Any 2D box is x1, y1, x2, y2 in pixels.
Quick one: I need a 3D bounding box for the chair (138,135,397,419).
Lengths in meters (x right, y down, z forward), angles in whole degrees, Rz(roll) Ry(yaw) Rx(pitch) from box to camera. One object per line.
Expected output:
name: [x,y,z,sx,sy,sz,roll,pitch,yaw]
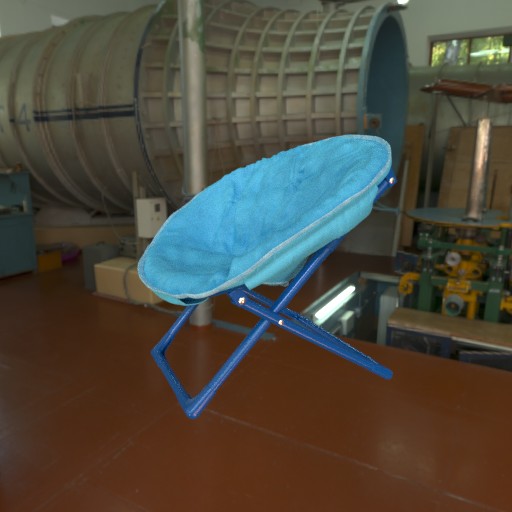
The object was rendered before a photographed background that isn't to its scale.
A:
chair: [0.000,0.000,0.893,0.465,0.478,0.520,-7,15,-25]
